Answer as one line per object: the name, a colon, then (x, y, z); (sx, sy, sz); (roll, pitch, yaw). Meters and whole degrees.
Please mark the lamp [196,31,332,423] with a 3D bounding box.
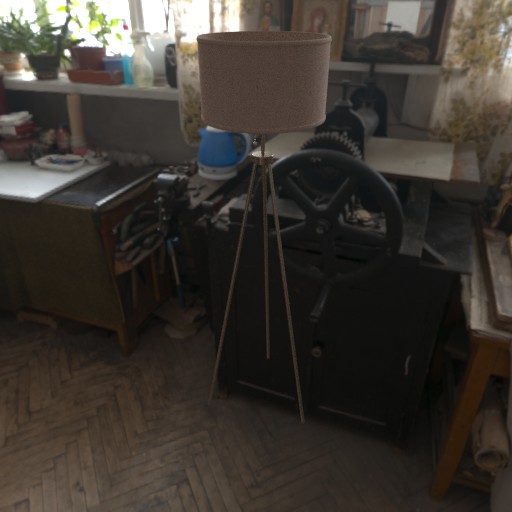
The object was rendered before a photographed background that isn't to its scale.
lamp: (0.000, 0.000, 1.732); (0.460, 1.545, 0.449); (-10, 32, -16)
